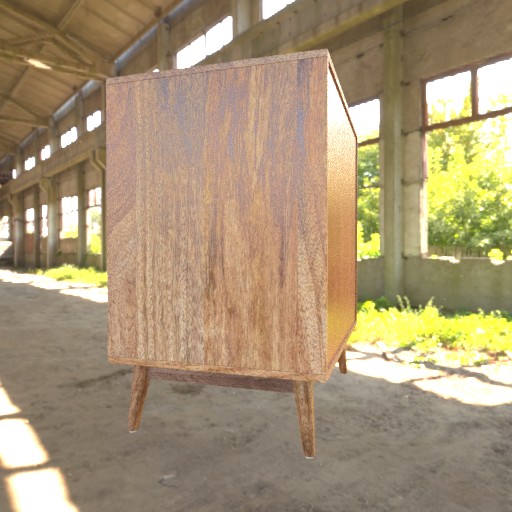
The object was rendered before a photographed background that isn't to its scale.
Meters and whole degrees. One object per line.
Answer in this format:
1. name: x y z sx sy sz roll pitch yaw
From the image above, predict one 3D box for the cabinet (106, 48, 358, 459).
1. cabinet: 0.000 0.000 1.178 0.473 0.758 0.647 0 1 18
